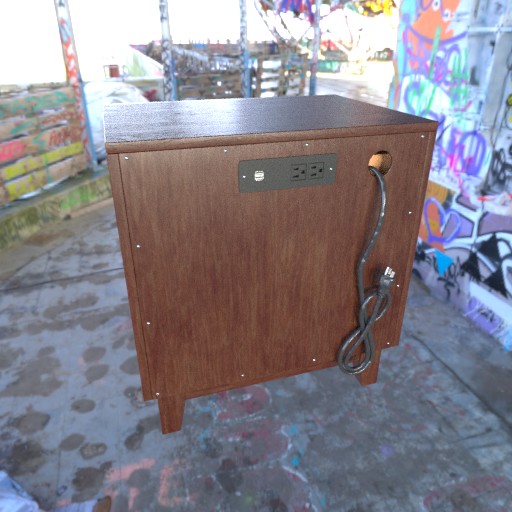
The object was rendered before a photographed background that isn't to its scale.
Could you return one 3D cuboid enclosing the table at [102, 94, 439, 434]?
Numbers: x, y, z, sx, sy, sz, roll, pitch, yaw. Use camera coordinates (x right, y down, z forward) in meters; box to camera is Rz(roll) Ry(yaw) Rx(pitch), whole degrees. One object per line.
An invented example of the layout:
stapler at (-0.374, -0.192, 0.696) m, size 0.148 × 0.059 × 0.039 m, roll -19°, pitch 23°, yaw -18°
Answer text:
table at (0.000, 0.000, 0.984) m, size 0.557 × 0.609 × 0.449 m, roll -8°, pitch 28°, yaw -16°
